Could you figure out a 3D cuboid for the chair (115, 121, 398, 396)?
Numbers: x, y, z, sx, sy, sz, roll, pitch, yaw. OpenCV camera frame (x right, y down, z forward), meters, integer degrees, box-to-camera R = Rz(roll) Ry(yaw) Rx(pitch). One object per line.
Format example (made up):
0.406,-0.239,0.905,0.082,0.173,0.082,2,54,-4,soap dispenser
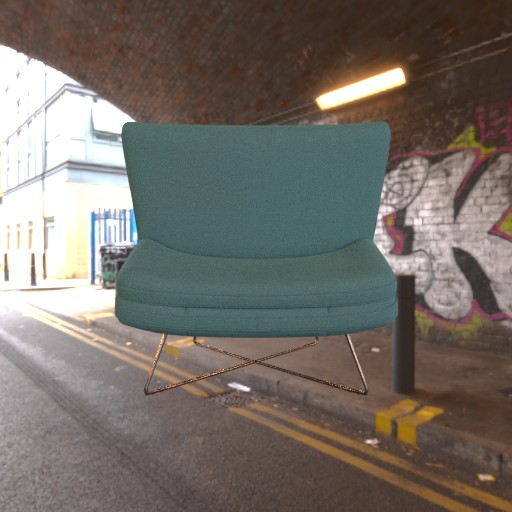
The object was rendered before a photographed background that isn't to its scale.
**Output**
0.000,0.000,1.638,0.859,0.855,1.008,0,1,0,chair
